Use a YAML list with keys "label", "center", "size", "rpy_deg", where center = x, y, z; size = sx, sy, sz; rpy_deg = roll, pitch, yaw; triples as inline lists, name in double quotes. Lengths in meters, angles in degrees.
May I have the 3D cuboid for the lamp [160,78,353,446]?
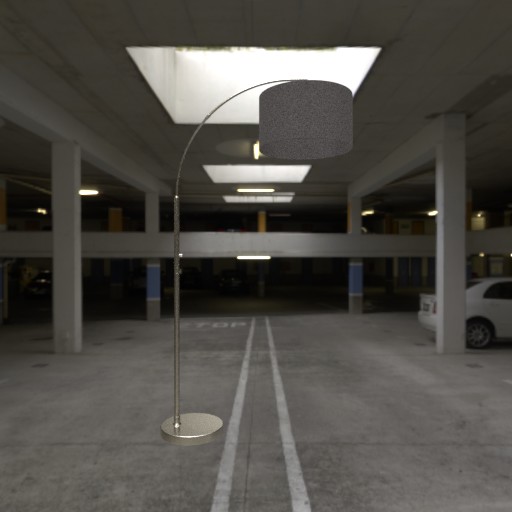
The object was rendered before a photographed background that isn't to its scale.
- label: "lamp"
  center: [0.000, 0.000, 2.174]
  size: [0.934, 1.735, 0.452]
  rpy_deg: [0, 0, 0]
